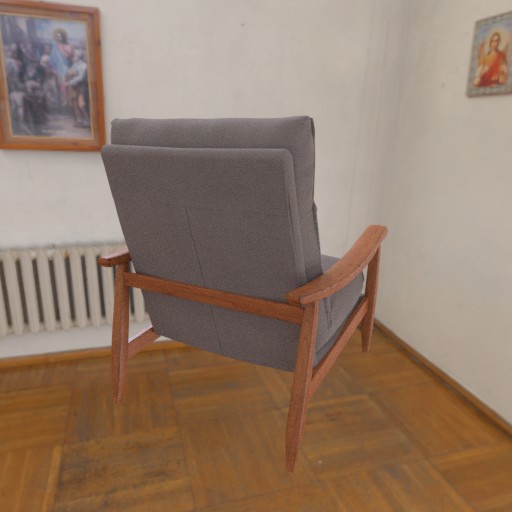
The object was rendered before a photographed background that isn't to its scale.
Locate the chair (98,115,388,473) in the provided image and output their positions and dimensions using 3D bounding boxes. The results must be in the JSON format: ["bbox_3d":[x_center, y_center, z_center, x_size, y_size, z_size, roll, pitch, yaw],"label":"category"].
[{"bbox_3d":[0.000,0.000,1.552,0.782,0.922,0.816,9,19,27],"label":"chair"}]
